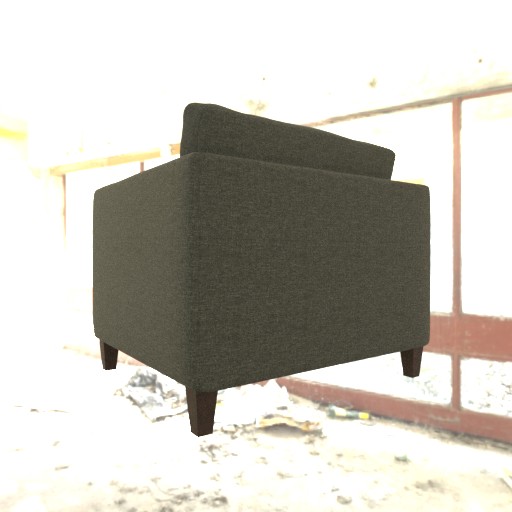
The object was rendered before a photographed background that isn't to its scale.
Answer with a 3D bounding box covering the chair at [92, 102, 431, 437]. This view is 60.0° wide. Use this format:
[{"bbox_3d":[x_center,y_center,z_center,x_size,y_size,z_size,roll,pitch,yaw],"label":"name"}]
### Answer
[{"bbox_3d":[0.000,0.000,1.838,1.107,0.963,0.959,-1,1,-36],"label":"chair"}]
